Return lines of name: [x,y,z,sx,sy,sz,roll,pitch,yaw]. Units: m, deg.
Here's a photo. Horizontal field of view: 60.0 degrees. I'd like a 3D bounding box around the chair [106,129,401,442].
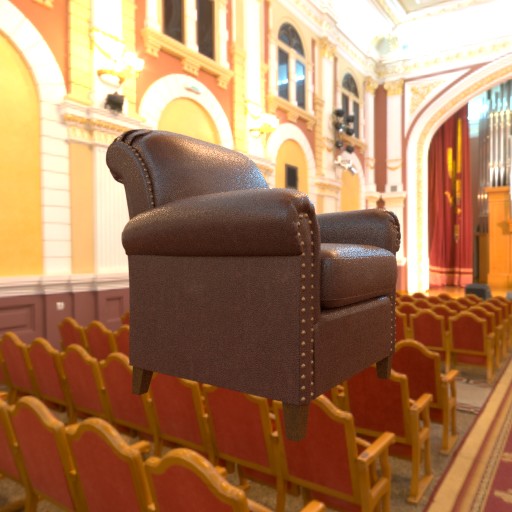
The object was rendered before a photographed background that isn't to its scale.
chair: [0.000,0.000,1.615,0.890,0.927,0.854,1,1,35]
